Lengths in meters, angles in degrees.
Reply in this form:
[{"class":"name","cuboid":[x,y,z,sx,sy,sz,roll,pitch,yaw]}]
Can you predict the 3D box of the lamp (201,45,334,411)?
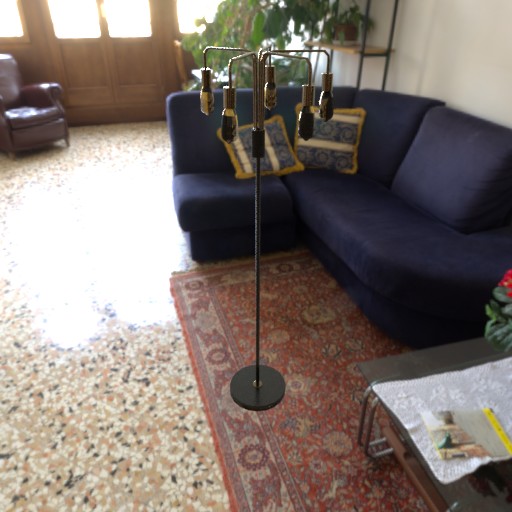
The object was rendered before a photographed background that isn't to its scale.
[{"class":"lamp","cuboid":[0.000,0.000,2.034,0.599,1.721,0.572,21,36,31]}]
